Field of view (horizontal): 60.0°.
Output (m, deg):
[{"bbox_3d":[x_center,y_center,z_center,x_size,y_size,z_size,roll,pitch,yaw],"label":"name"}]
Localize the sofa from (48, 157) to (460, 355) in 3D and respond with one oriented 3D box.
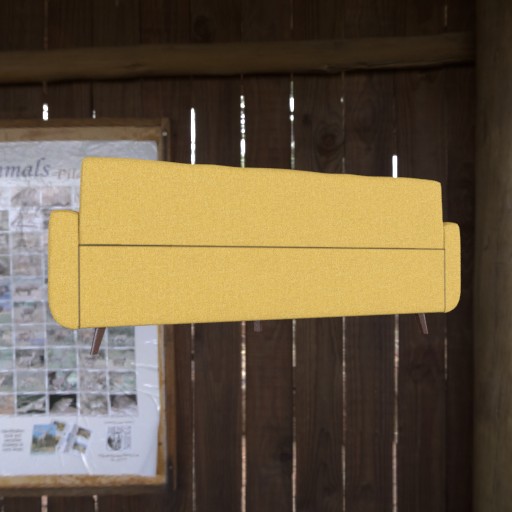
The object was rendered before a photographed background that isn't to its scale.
[{"bbox_3d":[0.000,0.000,2.489,2.029,0.841,0.909,0,-1,-18],"label":"sofa"}]
